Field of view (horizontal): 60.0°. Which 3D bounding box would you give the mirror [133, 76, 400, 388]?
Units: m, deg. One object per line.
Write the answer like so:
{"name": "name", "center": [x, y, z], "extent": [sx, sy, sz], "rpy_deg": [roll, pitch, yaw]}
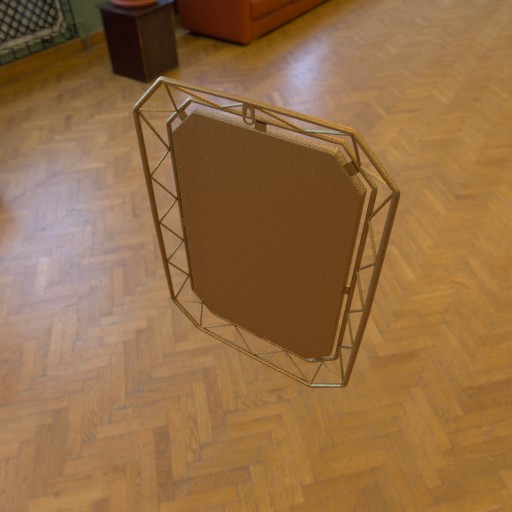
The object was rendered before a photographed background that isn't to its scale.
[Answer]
{"name": "mirror", "center": [0.000, 0.000, 0.748], "extent": [0.417, 0.566, 0.042], "rpy_deg": [23, 49, 22]}
